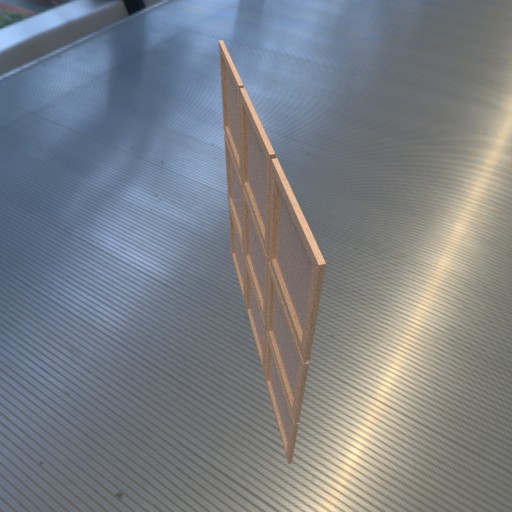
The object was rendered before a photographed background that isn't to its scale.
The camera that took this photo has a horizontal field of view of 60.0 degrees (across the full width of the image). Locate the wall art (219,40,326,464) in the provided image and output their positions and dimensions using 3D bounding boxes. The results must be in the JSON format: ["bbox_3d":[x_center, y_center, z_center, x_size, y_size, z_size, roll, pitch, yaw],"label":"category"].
[{"bbox_3d":[0.000,0.000,1.333,0.012,0.910,0.917,-10,48,-9],"label":"wall art"}]
